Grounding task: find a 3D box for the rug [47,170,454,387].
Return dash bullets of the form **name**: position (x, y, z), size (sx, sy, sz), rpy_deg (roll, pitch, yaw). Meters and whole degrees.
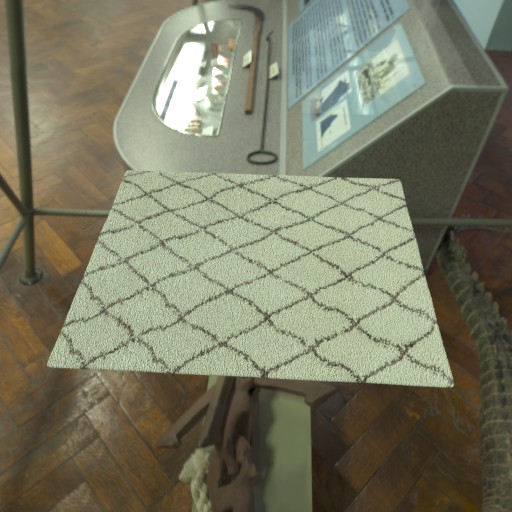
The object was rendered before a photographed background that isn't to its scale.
- **rug**: position (0.000, 0.000, 4.112), size (3.047, 0.029, 2.438), rpy_deg (2, 48, 2)
